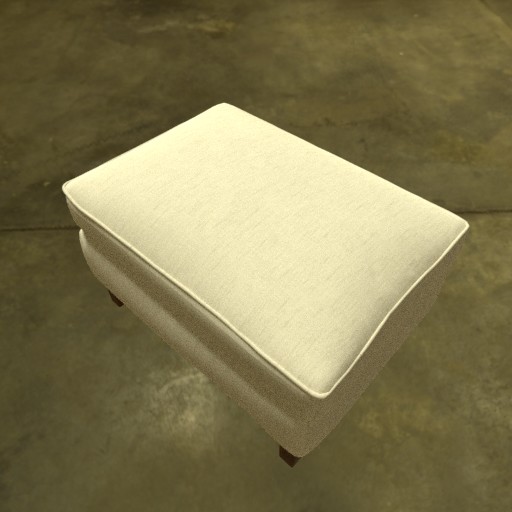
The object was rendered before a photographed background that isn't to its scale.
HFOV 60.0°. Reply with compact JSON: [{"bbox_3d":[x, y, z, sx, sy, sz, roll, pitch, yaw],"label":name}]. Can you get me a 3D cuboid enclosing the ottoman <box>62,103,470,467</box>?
[{"bbox_3d":[0.000,0.000,0.942,0.665,0.406,0.501,34,56,27],"label":"ottoman"}]
